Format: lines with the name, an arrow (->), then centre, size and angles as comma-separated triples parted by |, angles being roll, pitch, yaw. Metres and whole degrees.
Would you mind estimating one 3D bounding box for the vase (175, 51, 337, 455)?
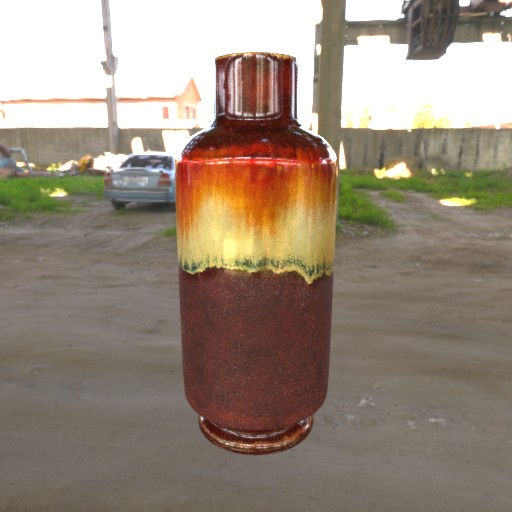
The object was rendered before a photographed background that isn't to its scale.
vase -> 0.000, 0.000, 0.318 | 0.111, 0.261, 0.111 | 0, 13, 0
